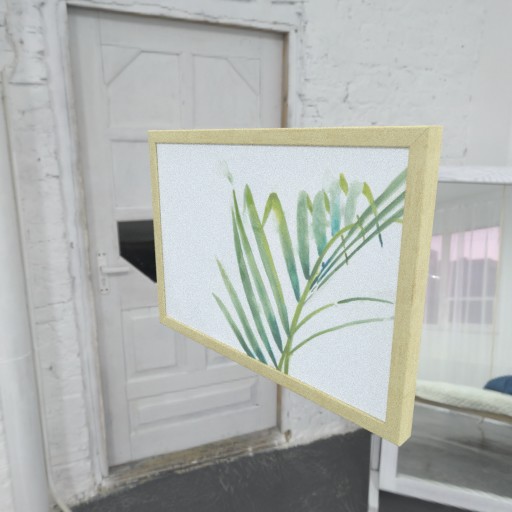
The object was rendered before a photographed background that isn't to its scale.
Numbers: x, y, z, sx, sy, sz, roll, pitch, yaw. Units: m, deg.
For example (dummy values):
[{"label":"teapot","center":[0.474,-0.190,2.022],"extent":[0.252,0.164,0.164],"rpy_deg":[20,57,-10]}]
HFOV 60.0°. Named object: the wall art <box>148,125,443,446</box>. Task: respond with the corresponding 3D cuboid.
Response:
[{"label":"wall art","center":[0.000,0.000,0.690],"extent":[0.032,0.381,0.533],"rpy_deg":[-14,21,-43]}]
